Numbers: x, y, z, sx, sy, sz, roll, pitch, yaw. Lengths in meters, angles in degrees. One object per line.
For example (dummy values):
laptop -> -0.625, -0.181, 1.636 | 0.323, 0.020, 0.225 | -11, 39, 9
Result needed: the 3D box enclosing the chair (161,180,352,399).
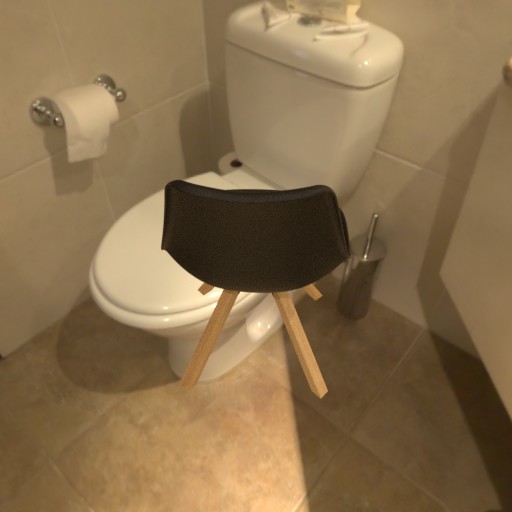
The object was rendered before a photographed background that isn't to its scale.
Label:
chair -> 0.000, 0.000, 1.193 | 0.485, 0.850, 0.549 | 2, 46, 2
